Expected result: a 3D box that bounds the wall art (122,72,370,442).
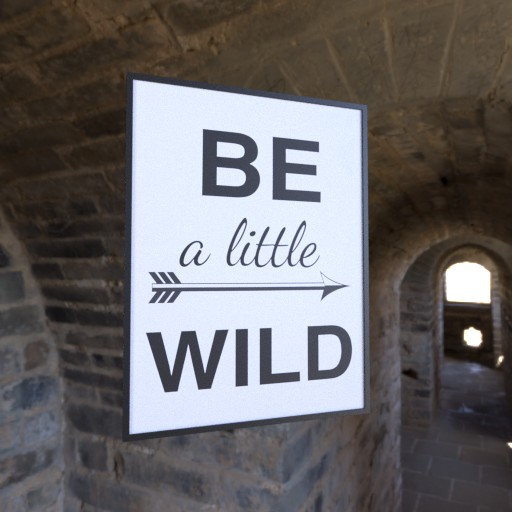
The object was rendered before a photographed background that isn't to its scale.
[{"bbox_3d":[0.000,0.000,1.416,0.806,1.062,0.038,1,-2,-19],"label":"wall art"}]
